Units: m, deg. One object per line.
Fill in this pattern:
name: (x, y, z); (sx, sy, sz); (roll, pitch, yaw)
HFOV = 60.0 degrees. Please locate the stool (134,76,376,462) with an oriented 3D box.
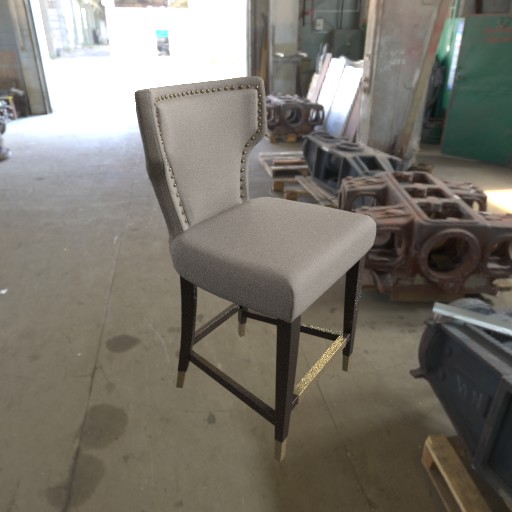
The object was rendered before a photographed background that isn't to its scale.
stool: (0.000, 0.000, 1.358); (0.563, 0.982, 0.527); (17, 31, 31)
